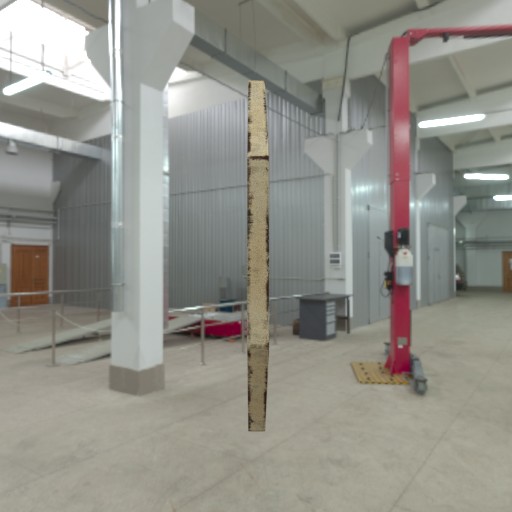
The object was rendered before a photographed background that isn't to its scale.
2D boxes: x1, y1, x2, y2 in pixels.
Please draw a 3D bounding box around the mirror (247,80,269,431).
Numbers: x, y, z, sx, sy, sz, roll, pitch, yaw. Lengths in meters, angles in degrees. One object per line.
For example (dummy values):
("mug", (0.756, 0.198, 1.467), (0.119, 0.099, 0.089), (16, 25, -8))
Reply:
("mirror", (0.000, 0.000, 0.951), (0.031, 0.648, 0.648), (0, -1, -1))
